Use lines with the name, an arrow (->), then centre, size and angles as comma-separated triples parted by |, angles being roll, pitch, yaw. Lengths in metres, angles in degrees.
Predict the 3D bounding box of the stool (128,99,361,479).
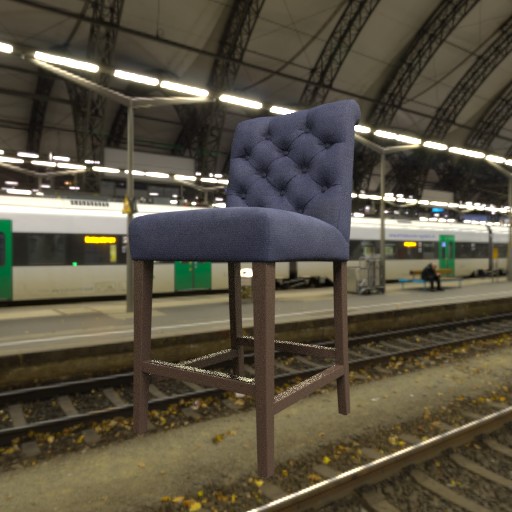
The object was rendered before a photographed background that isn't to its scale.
stool -> 0.000, 0.000, 1.360 | 0.493, 1.010, 0.601 | 0, 1, 34
